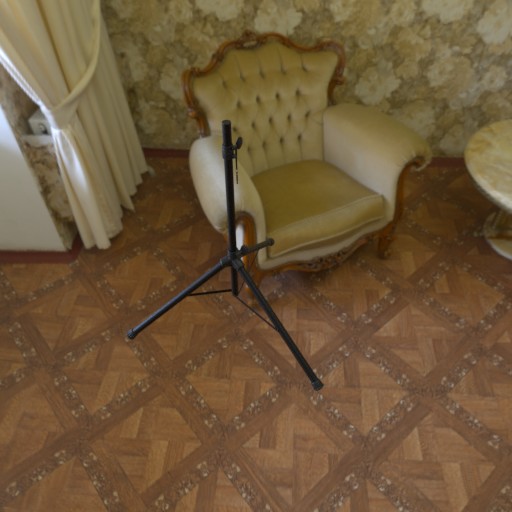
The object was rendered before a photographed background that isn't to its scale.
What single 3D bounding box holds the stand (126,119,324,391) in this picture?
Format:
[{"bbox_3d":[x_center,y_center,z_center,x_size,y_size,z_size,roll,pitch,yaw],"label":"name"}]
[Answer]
[{"bbox_3d":[0.000,0.000,1.905,1.045,1.136,0.907,-32,54,-28],"label":"stand"}]
